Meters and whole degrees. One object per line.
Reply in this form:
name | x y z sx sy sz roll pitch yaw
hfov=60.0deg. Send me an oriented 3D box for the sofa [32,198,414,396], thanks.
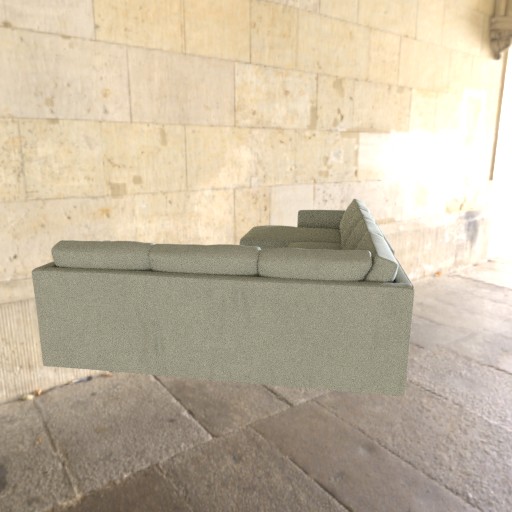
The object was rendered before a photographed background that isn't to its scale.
sofa | 0.000 0.000 4.402 2.440 0.869 3.434 2 13 9
